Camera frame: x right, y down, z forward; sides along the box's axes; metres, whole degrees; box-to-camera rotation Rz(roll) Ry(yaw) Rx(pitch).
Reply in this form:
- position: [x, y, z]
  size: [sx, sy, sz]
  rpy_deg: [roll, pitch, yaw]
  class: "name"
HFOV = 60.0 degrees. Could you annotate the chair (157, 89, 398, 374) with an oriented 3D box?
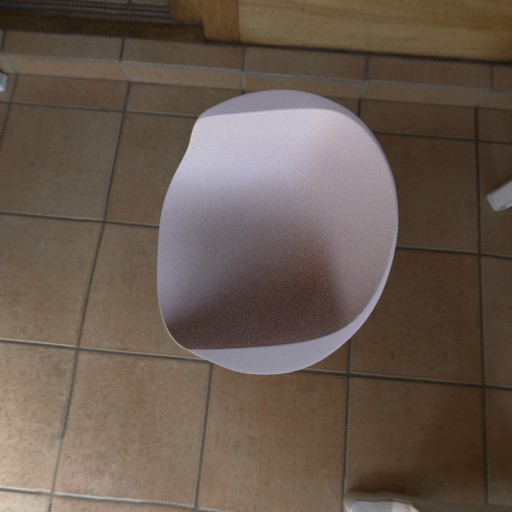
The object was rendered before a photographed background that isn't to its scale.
- position: [0.000, 0.000, 1.167]
  size: [0.504, 0.781, 0.593]
  rpy_deg: [-1, 76, 0]
  class: "chair"
